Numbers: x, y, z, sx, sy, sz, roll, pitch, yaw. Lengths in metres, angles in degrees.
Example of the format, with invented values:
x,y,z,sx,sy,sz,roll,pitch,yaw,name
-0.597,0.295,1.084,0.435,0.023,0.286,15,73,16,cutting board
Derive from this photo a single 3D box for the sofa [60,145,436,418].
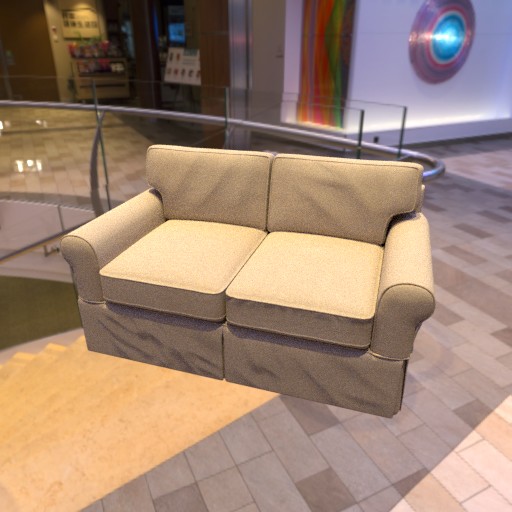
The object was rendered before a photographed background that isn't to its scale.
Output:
x,y,z,sx,sy,sz,roll,pitch,yaw,name
0.000,0.000,2.363,1.727,0.940,0.991,8,27,16,sofa
